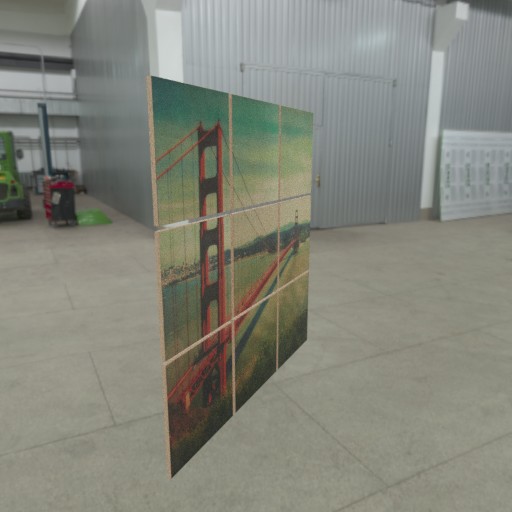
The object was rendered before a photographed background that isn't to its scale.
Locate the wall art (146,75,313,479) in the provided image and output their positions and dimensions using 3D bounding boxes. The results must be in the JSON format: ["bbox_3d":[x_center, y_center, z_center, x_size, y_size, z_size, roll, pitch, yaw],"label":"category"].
[{"bbox_3d":[0.000,0.000,1.363,0.012,0.910,0.917,7,15,26],"label":"wall art"}]
